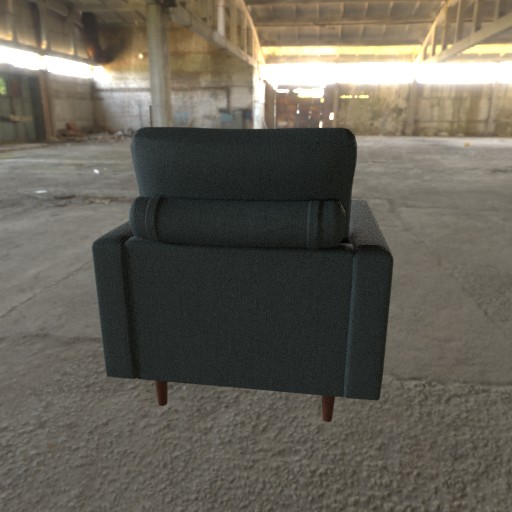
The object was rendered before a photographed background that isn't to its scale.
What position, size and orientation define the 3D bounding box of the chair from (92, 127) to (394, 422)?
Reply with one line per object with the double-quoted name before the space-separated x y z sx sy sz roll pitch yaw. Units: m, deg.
"chair" 0.000 0.000 1.557 0.821 0.880 0.843 3 18 8
